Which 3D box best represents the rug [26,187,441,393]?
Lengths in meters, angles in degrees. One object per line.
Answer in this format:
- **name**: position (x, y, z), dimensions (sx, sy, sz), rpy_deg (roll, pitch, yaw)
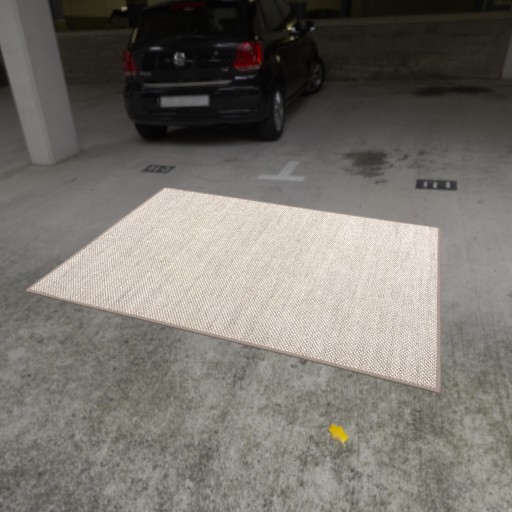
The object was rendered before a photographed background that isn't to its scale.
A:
- **rug**: position (0.000, 0.000, 2.694), dimensions (2.115, 0.013, 1.517), rpy_deg (10, 33, 17)
